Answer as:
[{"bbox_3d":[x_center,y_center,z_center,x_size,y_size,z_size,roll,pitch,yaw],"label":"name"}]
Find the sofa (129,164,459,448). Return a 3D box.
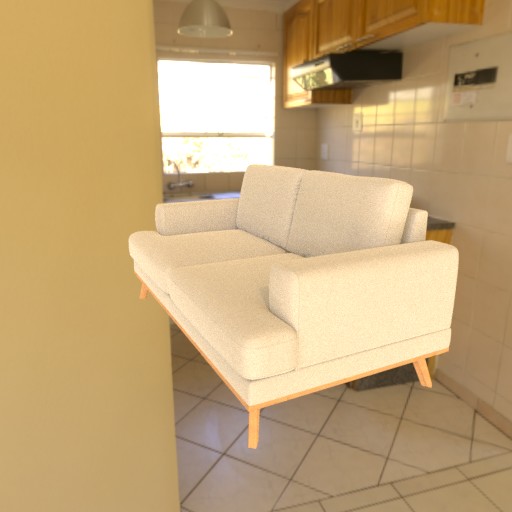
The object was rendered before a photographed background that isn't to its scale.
[{"bbox_3d":[0.000,0.000,2.160,0.915,0.810,1.651,-8,17,-26],"label":"sofa"}]
